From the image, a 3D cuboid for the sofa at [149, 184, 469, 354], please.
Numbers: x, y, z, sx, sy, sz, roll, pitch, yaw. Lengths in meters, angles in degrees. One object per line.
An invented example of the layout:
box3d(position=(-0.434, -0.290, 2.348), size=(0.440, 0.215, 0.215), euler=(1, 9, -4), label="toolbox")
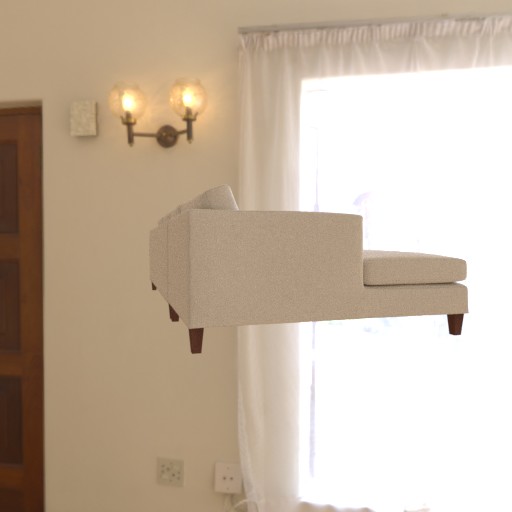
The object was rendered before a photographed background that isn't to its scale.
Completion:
box3d(position=(0.000, 0.000, 3.817), size=(1.625, 0.846, 3.186), euler=(0, 2, -17), label="sofa")
